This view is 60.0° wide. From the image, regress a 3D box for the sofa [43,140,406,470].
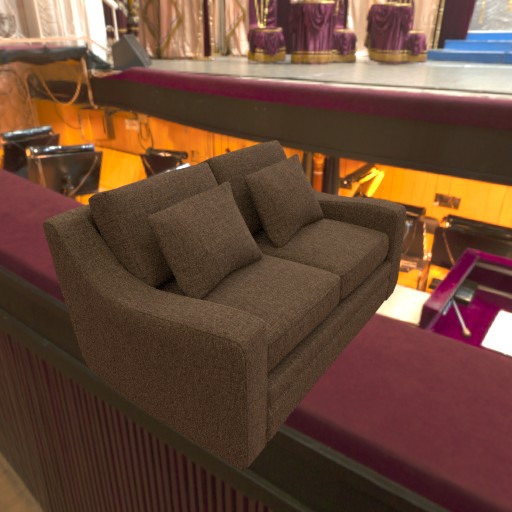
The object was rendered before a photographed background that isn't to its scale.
[{"bbox_3d":[0.000,0.000,2.447,1.120,0.991,1.778,18,31,31],"label":"sofa"}]
